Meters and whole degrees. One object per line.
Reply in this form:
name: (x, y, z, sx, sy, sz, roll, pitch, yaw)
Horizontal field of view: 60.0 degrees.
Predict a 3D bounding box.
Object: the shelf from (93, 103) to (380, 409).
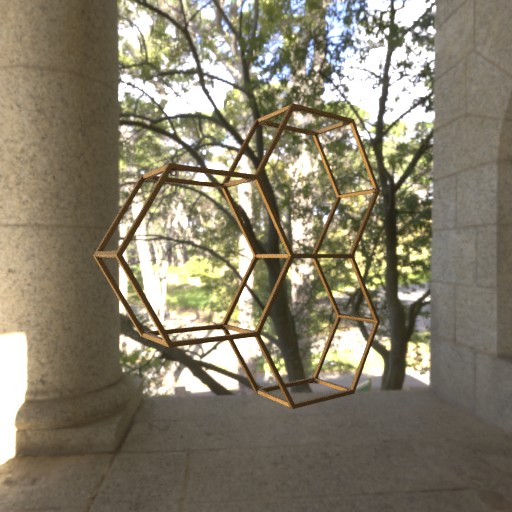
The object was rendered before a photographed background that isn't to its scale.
shelf: (0.000, 0.000, 1.047, 0.708, 0.701, 0.150, 0, 0, -35)
